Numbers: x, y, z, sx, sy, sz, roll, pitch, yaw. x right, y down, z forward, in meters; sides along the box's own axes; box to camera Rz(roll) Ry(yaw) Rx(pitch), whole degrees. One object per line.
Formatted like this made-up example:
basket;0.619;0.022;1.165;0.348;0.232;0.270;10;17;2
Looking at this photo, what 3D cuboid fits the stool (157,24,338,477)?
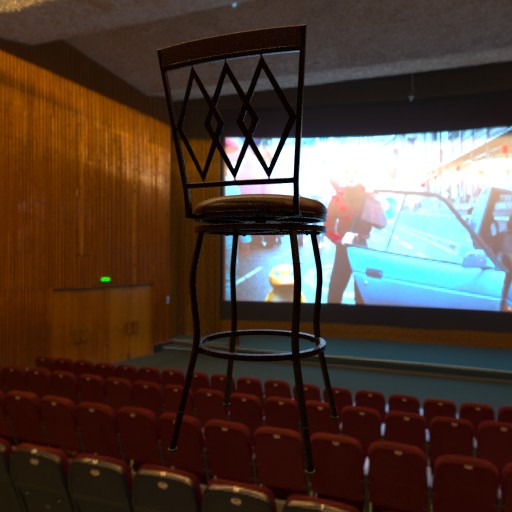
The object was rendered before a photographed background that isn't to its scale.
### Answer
stool;0.000;0.000;1.365;0.432;1.134;0.521;0;0;19
